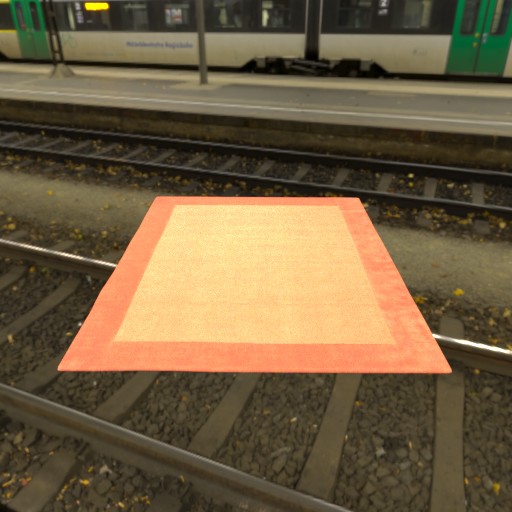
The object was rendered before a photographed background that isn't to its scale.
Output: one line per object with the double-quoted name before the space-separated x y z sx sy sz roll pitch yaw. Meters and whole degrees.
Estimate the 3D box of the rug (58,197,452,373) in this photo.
"rug" 0.000 0.000 4.010 2.430 0.018 2.976 0 28 0
